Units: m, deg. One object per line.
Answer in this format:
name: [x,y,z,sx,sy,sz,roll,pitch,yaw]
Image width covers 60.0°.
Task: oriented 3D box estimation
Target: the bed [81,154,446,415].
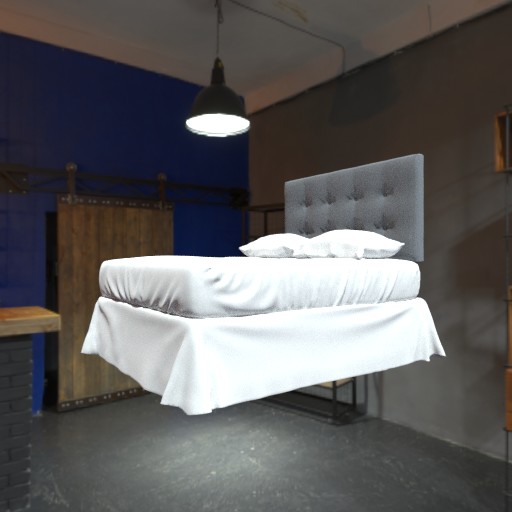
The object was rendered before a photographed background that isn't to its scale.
bed: [0.000,0.000,3.488,2.222,1.577,1.936,0,0,-35]
